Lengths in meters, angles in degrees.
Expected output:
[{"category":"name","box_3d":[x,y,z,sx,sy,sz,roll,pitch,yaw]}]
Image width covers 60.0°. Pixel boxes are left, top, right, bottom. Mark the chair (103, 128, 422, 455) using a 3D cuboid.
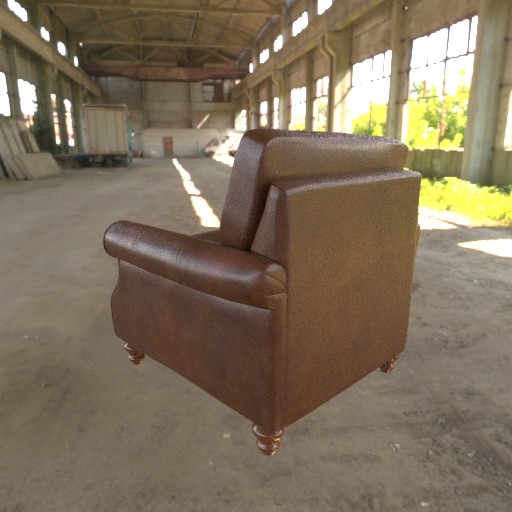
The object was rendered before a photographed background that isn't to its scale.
[{"category":"chair","box_3d":[0.000,0.000,1.793,0.989,0.972,0.992,-14,20,-43]}]
